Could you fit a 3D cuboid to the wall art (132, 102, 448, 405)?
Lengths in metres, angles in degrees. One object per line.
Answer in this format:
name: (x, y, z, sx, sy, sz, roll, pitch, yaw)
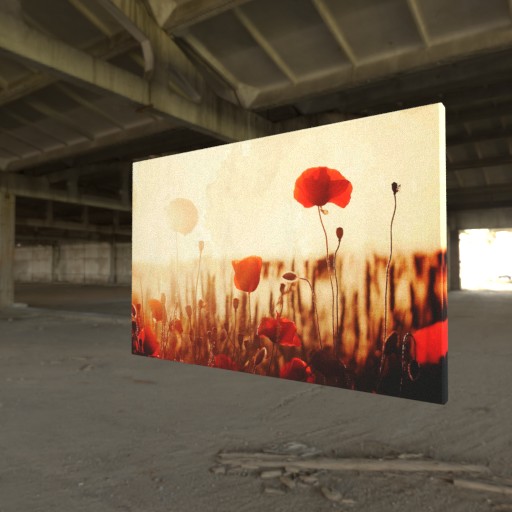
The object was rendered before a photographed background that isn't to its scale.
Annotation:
wall art: (0.000, 0.000, 1.149, 0.918, 0.602, 0.038, -1, -2, 34)
